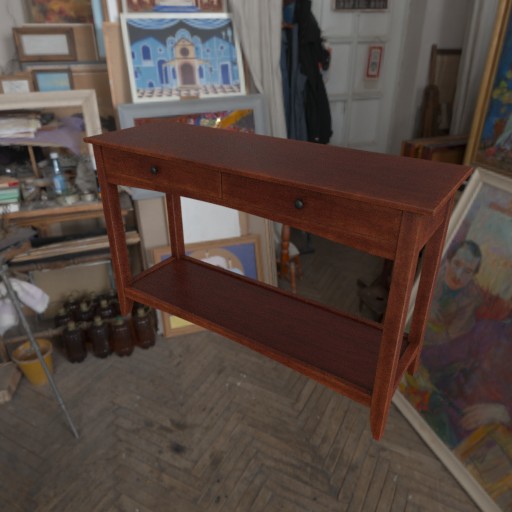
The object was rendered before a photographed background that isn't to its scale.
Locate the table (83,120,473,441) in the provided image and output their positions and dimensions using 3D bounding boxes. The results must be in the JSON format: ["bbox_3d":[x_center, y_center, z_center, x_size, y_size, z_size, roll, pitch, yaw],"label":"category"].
[{"bbox_3d":[0.000,0.000,1.549,1.188,0.739,0.392,18,32,30],"label":"table"}]
